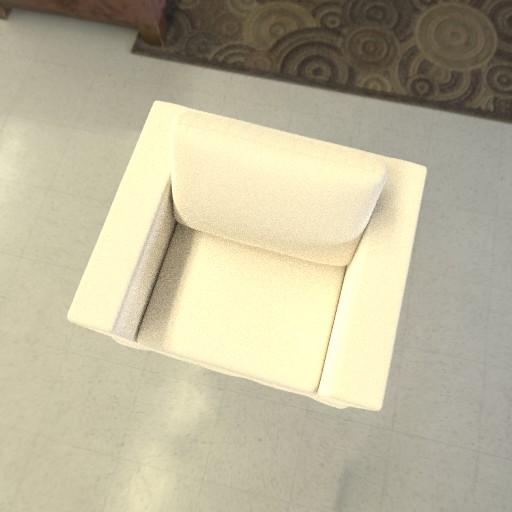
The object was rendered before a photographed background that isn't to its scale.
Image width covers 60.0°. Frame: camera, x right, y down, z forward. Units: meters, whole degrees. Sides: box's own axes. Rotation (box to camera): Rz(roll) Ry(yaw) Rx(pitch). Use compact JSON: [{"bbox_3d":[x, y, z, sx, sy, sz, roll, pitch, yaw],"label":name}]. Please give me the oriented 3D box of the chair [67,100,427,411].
[{"bbox_3d":[0.000,0.000,1.810,1.150,0.878,0.957,15,74,4],"label":"chair"}]
